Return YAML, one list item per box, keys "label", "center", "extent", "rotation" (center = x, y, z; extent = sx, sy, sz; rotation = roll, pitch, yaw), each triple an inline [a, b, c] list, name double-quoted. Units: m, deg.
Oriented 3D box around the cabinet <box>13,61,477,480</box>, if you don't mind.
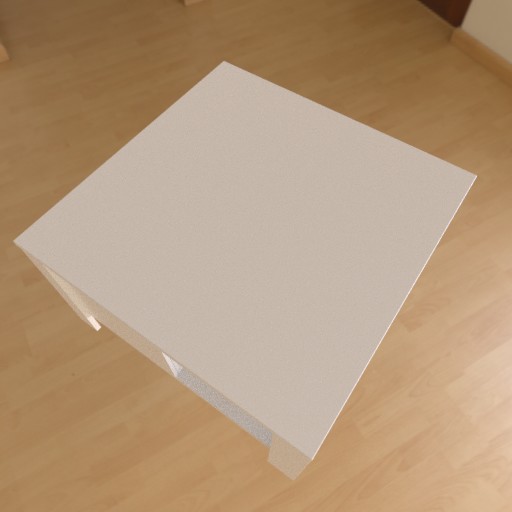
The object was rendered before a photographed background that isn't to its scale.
- label: "cabinet"
  center: [0.000, 0.000, 1.262]
  extent: [0.800, 0.460, 0.800]
  rotation: [31, 64, 17]
